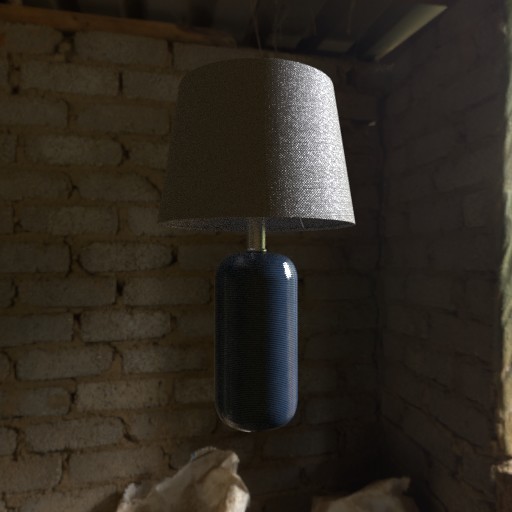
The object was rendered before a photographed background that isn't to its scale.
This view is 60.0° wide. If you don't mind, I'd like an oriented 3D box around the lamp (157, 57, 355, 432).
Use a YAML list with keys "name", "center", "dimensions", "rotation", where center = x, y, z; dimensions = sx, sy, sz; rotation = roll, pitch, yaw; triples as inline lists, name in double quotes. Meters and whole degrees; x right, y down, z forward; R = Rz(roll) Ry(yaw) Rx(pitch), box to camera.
- name: "lamp"
  center: [0.000, 0.000, 0.578]
  dimensions: [0.253, 0.428, 0.253]
  rotation: [0, 0, 0]
